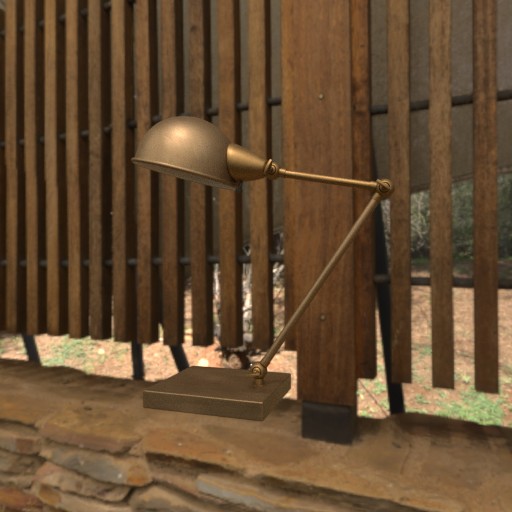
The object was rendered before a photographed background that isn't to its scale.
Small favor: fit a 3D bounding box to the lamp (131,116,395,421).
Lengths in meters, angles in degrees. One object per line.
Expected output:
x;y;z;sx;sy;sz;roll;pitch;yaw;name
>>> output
0.000;0.000;0.567;0.339;0.371;0.149;0;-1;18;lamp
